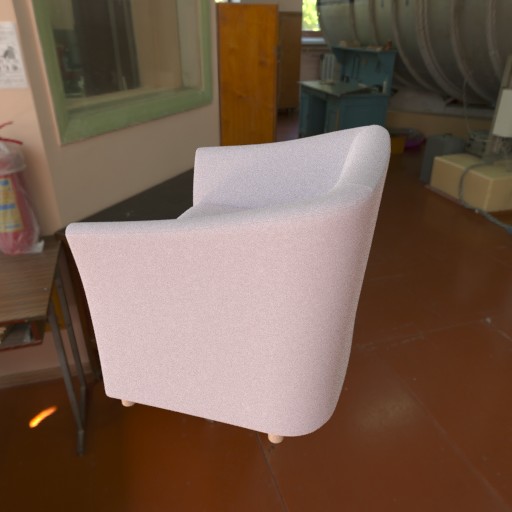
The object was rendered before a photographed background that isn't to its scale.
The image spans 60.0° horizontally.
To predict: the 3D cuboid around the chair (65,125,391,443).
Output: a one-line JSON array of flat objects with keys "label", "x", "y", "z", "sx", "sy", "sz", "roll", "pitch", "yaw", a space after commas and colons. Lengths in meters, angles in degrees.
[{"label": "chair", "x": 0.000, "y": 0.000, "z": 1.353, "sx": 0.700, "sy": 0.720, "sz": 0.790, "roll": 8, "pitch": 29, "yaw": 15}]
